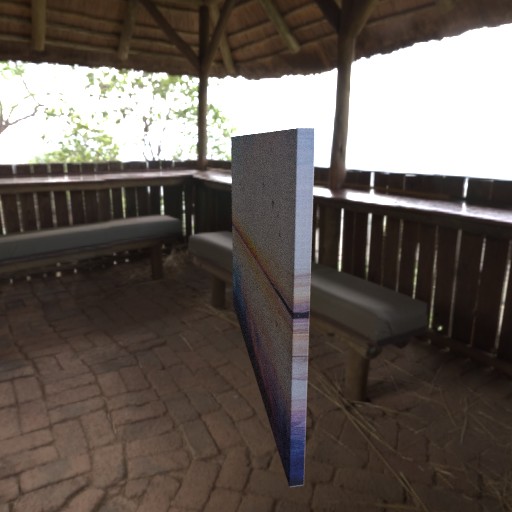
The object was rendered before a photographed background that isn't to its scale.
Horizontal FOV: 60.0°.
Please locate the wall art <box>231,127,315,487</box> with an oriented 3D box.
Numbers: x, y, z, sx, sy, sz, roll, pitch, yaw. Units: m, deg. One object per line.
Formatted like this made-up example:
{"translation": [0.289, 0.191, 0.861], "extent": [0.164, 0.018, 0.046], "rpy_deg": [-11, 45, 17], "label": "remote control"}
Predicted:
{"translation": [0.000, 0.000, 1.422], "extent": [0.034, 0.756, 1.137], "rpy_deg": [-2, 14, -9], "label": "wall art"}
